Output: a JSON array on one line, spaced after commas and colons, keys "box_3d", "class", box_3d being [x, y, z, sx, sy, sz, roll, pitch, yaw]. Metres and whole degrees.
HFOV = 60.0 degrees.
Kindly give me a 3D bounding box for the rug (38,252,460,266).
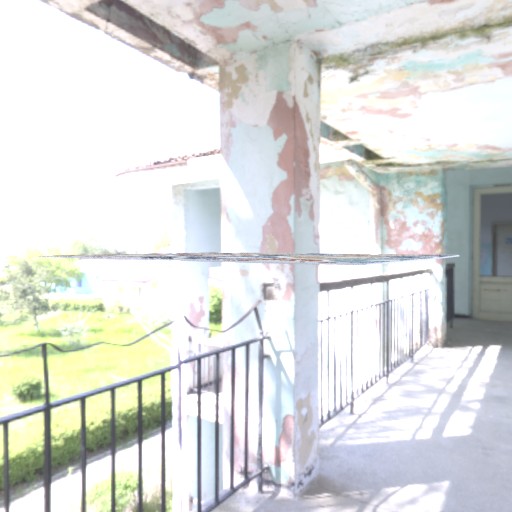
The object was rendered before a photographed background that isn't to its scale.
[{"box_3d": [0.000, 0.000, 4.062, 3.040, 0.014, 2.423, 1, 2, 35], "class": "rug"}]
